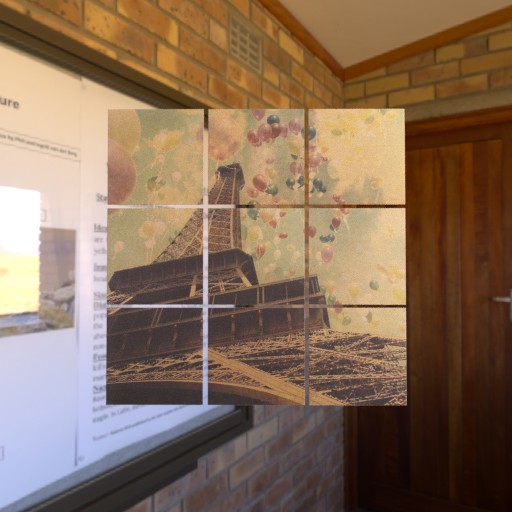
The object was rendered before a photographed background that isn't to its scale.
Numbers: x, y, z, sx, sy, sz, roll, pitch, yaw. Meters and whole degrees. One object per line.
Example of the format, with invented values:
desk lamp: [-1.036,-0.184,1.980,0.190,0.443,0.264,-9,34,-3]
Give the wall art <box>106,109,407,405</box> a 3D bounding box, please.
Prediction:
wall art: [0.000,0.000,2.255,1.517,1.505,0.002,0,-1,0]
